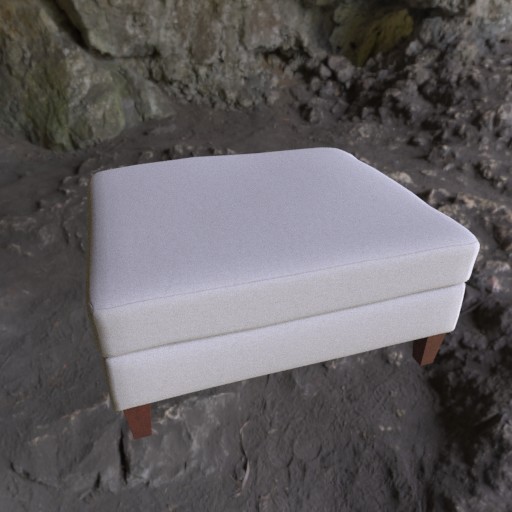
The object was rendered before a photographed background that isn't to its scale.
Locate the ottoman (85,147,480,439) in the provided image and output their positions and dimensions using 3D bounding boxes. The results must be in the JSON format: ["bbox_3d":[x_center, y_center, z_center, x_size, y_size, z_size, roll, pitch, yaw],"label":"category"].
[{"bbox_3d":[0.000,0.000,1.433,0.976,0.492,0.836,-9,32,-15],"label":"ottoman"}]
